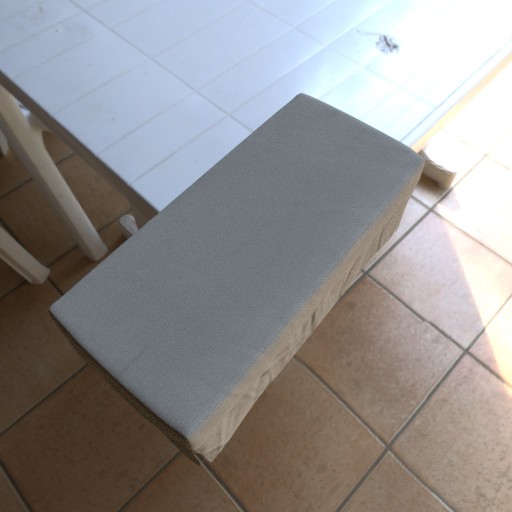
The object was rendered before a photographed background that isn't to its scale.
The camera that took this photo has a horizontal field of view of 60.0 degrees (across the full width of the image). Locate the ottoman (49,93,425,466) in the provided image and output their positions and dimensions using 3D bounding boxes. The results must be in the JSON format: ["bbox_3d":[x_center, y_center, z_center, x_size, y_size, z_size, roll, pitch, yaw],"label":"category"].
[{"bbox_3d":[0.000,0.000,1.727,0.665,0.457,1.388,35,65,19],"label":"ottoman"}]
